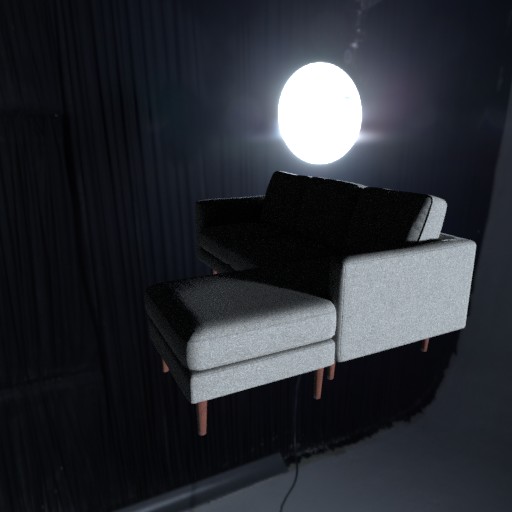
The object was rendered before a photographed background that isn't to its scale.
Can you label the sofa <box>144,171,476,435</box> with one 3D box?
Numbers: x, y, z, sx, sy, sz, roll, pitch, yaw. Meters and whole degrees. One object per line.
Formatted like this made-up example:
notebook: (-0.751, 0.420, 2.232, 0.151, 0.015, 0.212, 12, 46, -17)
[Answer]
sofa: (0.000, 0.000, 2.976, 1.667, 0.957, 2.055, -8, 18, -26)
